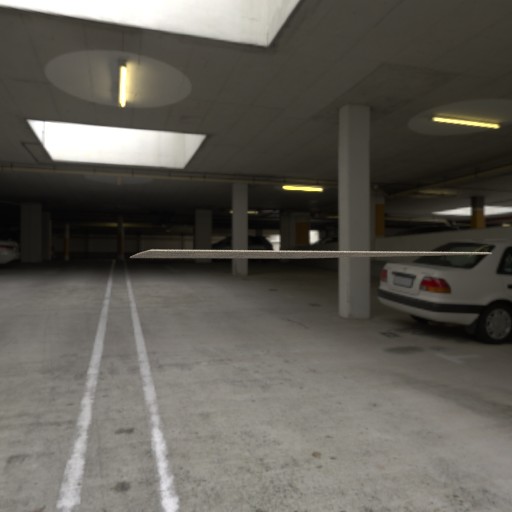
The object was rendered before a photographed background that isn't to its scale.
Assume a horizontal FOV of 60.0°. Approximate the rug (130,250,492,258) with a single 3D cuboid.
[{"bbox_3d":[0.000,0.000,2.859,1.522,0.008,2.284,0,-1,-17],"label":"rug"}]
